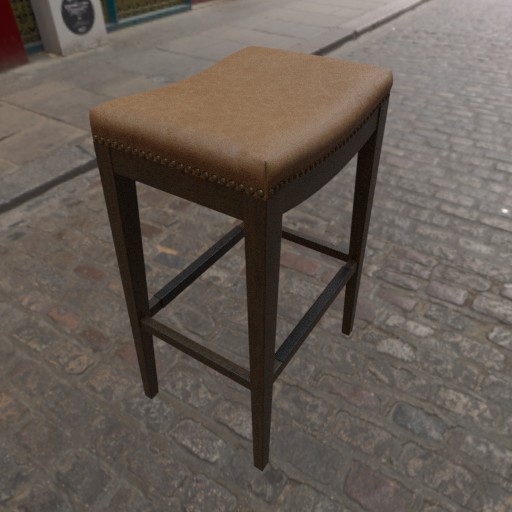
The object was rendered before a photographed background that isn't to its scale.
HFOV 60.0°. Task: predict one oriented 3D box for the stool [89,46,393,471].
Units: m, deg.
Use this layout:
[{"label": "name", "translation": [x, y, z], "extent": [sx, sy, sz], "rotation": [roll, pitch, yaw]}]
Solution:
[{"label": "stool", "translation": [0.000, 0.000, 0.999], "extent": [0.361, 0.759, 0.500], "rotation": [22, 44, 25]}]
